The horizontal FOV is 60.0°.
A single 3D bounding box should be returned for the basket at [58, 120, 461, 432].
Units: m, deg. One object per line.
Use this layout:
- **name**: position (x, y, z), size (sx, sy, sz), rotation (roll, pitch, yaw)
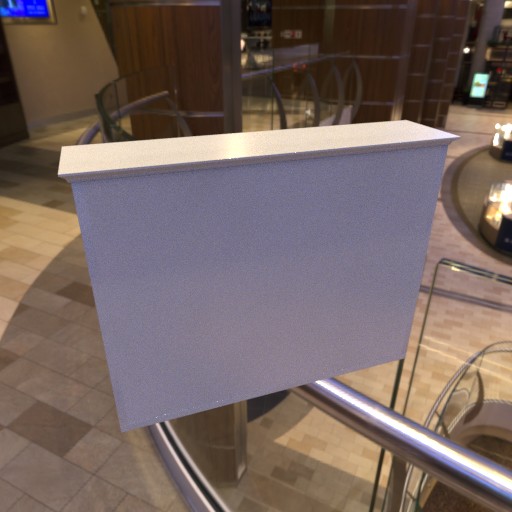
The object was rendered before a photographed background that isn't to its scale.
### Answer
- **basket**: position (0.000, 0.000, 1.094), size (0.780, 0.600, 0.350), rotation (-9, 29, -17)
